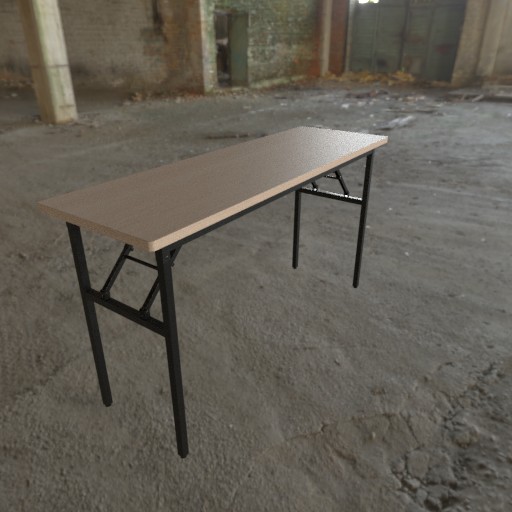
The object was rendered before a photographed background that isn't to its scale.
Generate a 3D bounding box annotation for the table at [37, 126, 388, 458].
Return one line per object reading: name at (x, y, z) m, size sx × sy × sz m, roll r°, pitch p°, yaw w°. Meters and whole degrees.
table at (0.000, 0.000, 1.737) m, size 0.447 × 0.750 × 1.397 m, roll 18°, pitch 31°, yaw 31°
